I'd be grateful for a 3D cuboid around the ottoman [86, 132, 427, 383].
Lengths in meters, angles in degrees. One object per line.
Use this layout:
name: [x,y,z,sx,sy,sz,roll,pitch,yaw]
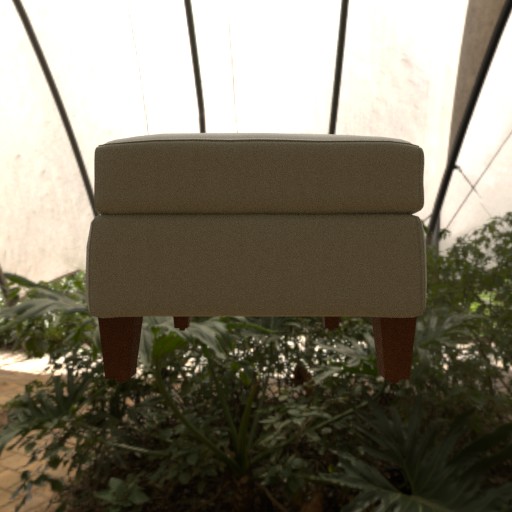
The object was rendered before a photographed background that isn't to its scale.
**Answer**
ottoman: [0.000,0.000,1.193,0.634,0.496,0.818,0,-2,0]
